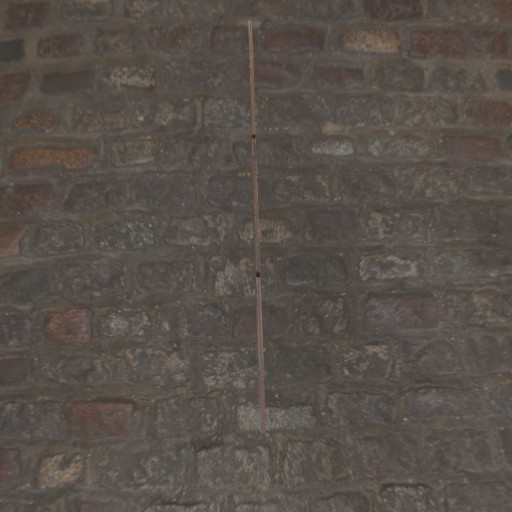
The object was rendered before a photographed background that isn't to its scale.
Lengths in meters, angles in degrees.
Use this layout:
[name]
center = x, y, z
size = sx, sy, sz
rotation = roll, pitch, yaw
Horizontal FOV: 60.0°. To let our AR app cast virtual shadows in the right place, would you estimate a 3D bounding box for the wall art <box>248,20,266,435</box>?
[wall art]
center = 0.000, 0.000, 2.295
size = 0.014, 1.525, 1.527
rotation = -2, 76, 0
